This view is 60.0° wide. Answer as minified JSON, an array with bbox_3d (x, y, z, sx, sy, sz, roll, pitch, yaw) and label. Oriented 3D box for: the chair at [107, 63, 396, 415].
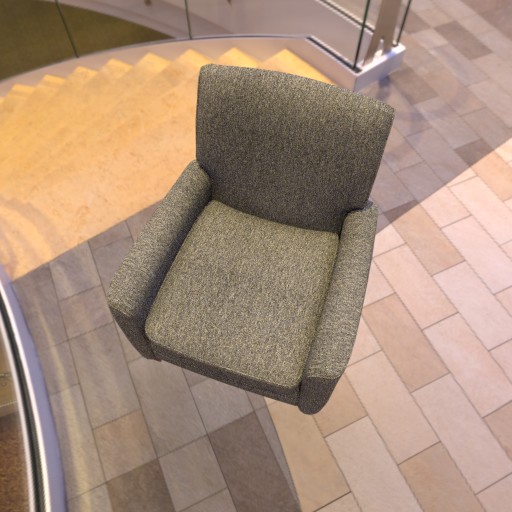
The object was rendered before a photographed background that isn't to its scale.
[{"bbox_3d":[0.000,0.000,1.673,0.848,1.014,0.864,16,60,10],"label":"chair"}]
